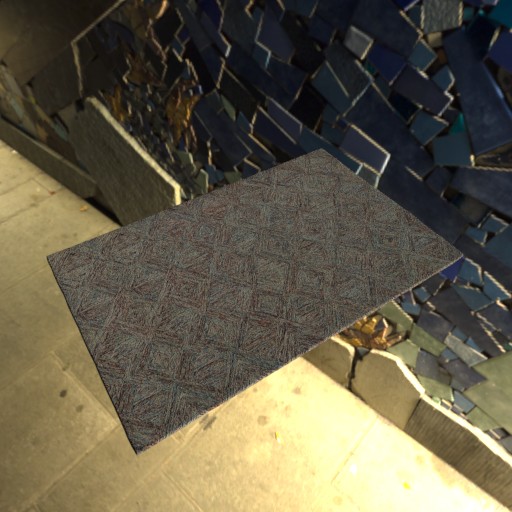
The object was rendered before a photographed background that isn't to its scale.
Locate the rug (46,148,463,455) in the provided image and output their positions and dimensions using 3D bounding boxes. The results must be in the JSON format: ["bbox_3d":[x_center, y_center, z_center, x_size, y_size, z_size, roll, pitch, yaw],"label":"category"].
[{"bbox_3d":[0.000,0.000,2.209,1.761,0.014,1.143,-26,52,-22],"label":"rug"}]
